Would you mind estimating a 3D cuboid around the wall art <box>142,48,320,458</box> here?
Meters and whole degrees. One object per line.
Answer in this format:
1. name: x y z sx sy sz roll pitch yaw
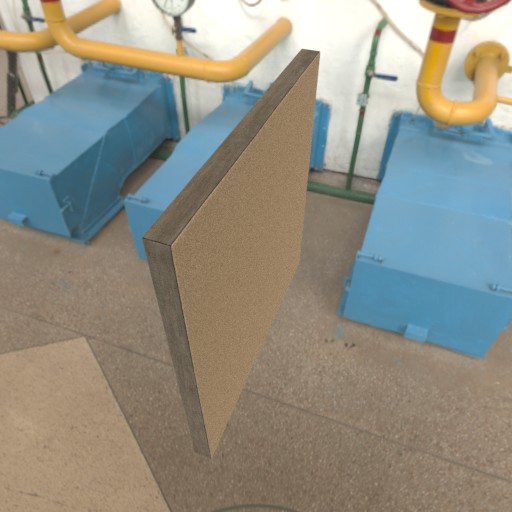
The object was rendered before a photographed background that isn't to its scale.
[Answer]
1. wall art: 0.000 0.000 1.119 0.050 0.751 0.749 15 47 15
